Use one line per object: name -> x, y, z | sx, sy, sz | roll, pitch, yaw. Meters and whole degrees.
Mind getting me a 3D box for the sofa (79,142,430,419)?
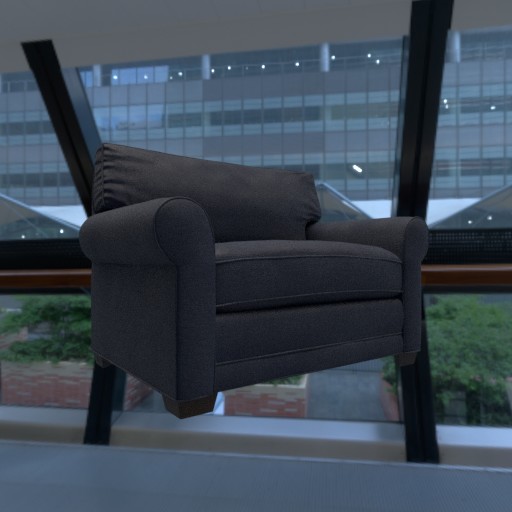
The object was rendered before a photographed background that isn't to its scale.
sofa -> 0.000, 0.000, 2.061 | 1.405, 1.004, 0.938 | 0, 0, -36
